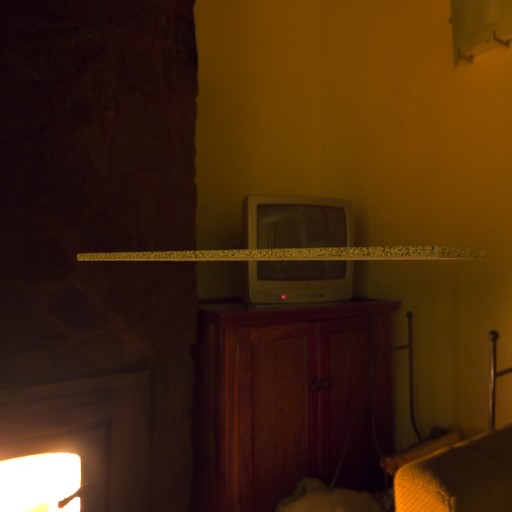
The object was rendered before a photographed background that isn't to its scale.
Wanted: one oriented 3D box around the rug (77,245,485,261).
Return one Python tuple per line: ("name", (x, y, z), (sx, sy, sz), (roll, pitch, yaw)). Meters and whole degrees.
("rug", (0.000, 0.000, 1.737), (1.524, 0.030, 0.609), (-1, -1, 37))
